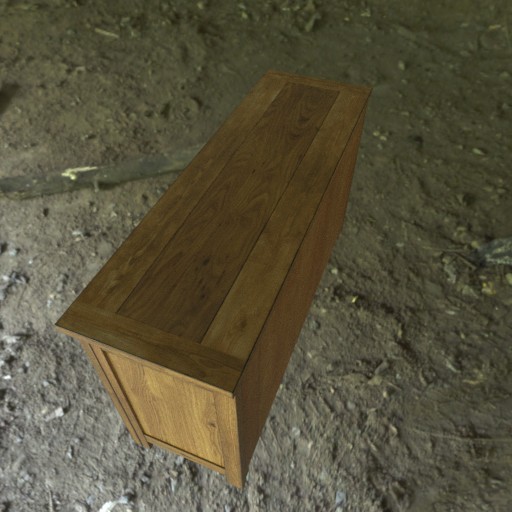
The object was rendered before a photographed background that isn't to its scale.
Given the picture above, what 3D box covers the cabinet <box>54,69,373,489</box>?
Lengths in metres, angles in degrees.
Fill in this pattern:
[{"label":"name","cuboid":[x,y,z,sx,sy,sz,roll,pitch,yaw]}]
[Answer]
[{"label":"cabinet","cuboid":[0.000,0.000,1.776,0.480,0.813,1.474,16,50,14]}]
